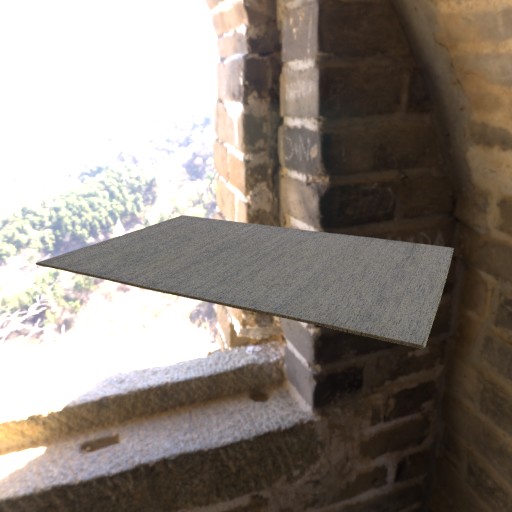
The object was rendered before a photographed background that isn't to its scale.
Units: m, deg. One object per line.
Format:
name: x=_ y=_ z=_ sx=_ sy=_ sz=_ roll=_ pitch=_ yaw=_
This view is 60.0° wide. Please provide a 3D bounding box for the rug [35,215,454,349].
rug: x=0.000 y=0.000 z=2.862 sx=2.263 sy=0.017 sz=1.523 roll=9 pitch=20 yaw=26
